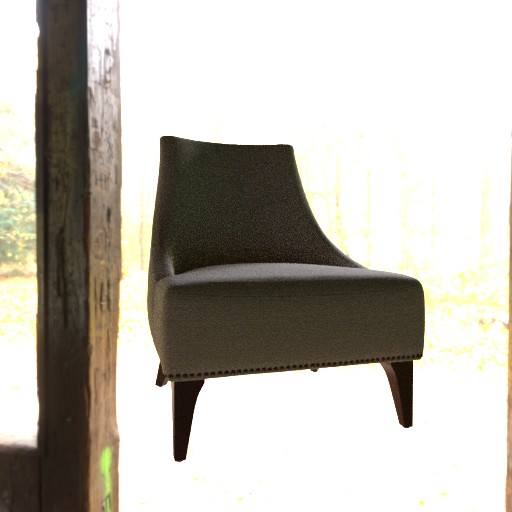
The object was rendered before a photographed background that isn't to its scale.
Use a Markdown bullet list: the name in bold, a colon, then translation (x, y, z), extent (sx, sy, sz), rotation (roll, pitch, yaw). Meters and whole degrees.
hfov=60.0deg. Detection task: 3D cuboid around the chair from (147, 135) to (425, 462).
- **chair**: translation (0.000, 0.000, 1.450), extent (0.701, 0.909, 0.861), rotation (0, 2, -18)
